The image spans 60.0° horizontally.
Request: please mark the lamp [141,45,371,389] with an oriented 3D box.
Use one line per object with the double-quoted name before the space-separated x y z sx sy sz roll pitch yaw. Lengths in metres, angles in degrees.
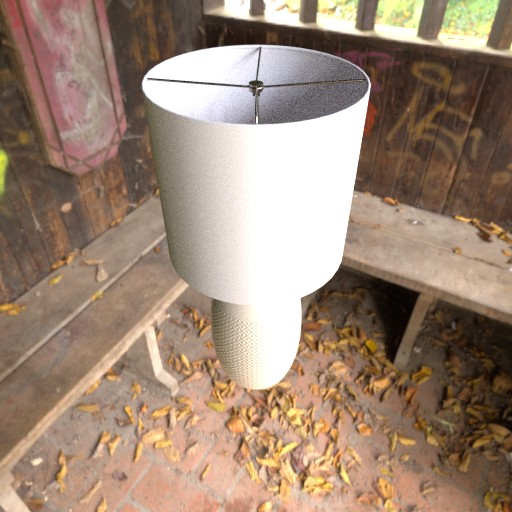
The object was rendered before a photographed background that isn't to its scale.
"lamp" 0.000 0.000 0.574 0.217 0.453 0.217 0 41 1
